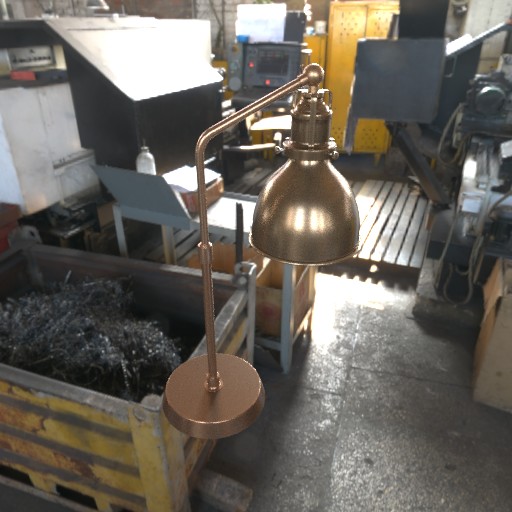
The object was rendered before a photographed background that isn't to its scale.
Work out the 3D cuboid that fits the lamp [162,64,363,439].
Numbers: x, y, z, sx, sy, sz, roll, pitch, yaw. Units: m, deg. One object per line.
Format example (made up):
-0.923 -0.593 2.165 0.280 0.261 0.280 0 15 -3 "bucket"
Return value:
0.000 0.000 0.576 0.286 0.456 0.153 -9 30 -17 "lamp"
